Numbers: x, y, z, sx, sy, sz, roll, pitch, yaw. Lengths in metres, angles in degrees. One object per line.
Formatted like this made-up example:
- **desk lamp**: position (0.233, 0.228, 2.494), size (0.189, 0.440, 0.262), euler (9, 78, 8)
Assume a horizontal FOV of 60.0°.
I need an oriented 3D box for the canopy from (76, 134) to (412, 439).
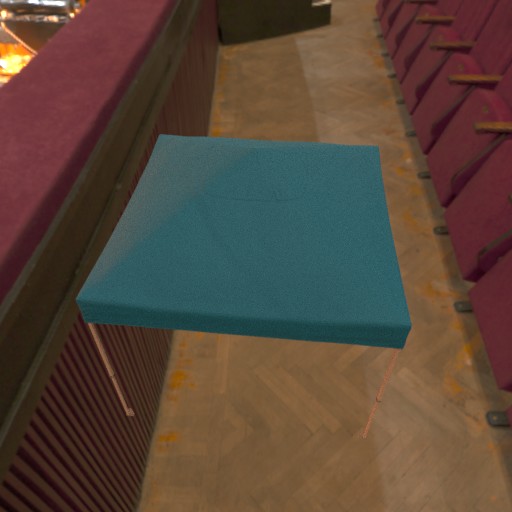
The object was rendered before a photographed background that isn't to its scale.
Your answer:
- **canopy**: position (0.000, 0.000, 5.455), size (2.996, 2.997, 2.998), euler (4, 45, 4)
